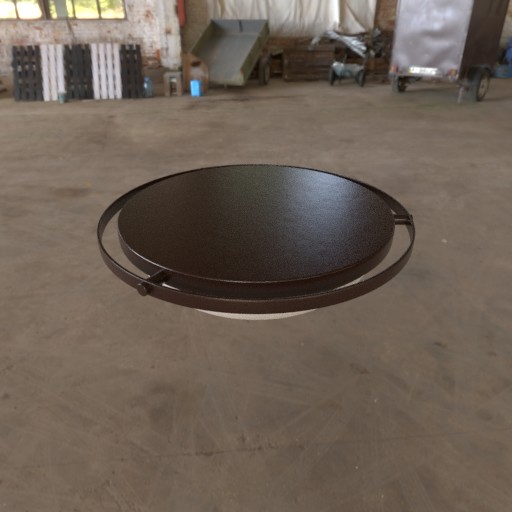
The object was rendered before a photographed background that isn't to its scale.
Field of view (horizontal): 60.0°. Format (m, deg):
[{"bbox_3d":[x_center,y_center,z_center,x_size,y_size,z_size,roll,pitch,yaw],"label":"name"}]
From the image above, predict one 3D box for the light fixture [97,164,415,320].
[{"bbox_3d":[0.000,0.000,0.555,0.361,0.130,0.361,0,30,0],"label":"light fixture"}]
